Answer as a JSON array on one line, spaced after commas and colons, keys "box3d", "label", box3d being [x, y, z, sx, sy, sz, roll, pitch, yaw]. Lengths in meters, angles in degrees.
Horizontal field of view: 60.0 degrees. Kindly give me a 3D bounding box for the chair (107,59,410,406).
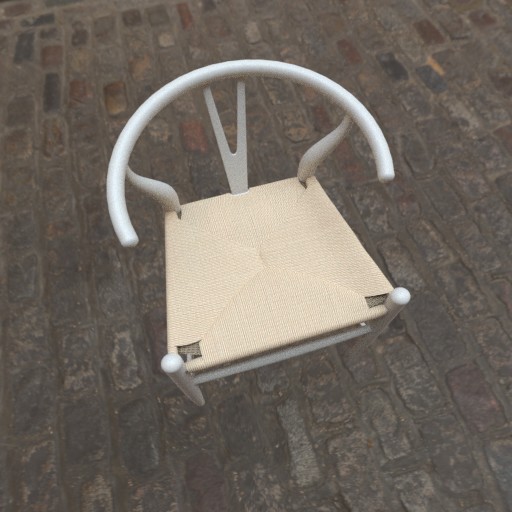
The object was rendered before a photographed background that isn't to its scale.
[{"box3d": [0.000, 0.000, 1.078, 0.533, 0.736, 0.500, -15, 64, -7], "label": "chair"}]
